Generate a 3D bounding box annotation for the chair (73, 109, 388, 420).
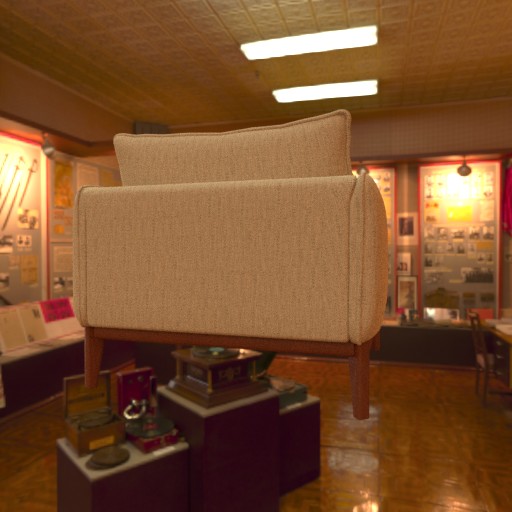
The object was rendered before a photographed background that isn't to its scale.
[{"bbox_3d":[0.000,0.000,1.738,0.994,0.855,0.991,0,1,17],"label":"chair"}]
